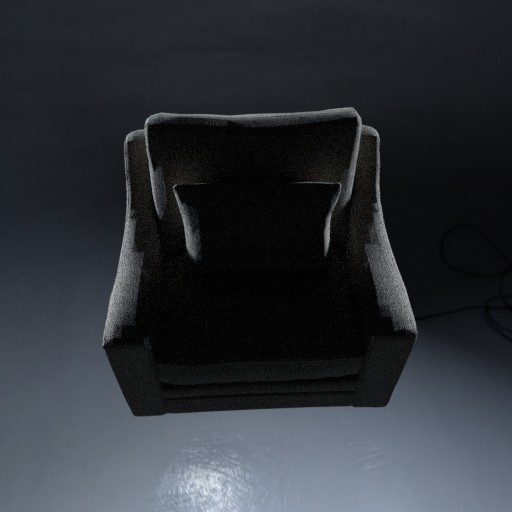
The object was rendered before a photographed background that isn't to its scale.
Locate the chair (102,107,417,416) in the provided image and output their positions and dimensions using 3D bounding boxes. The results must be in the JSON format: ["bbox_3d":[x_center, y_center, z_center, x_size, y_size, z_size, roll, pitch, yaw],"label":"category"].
[{"bbox_3d":[0.000,0.000,1.924,1.138,1.037,1.009,-2,47,-2],"label":"chair"}]
